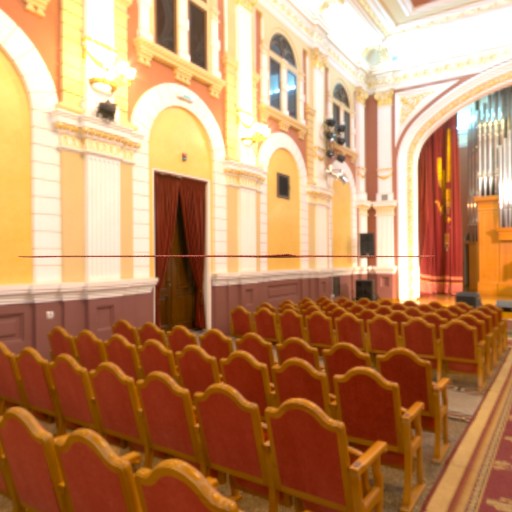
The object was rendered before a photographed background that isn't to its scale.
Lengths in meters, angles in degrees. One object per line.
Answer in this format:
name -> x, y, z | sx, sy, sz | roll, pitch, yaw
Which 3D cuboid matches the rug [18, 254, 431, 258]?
rug -> 0.000, 0.000, 4.083 | 2.489, 0.030, 3.086 | 0, 0, 34
